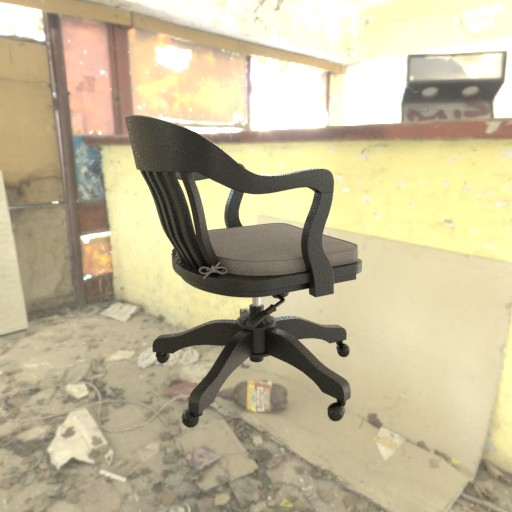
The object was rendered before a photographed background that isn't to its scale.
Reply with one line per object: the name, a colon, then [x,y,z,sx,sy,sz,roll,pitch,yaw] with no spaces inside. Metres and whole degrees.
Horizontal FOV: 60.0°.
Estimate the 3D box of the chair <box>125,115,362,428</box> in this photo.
chair: [0.000,0.000,1.488,0.788,0.878,0.750,-7,15,-26]
